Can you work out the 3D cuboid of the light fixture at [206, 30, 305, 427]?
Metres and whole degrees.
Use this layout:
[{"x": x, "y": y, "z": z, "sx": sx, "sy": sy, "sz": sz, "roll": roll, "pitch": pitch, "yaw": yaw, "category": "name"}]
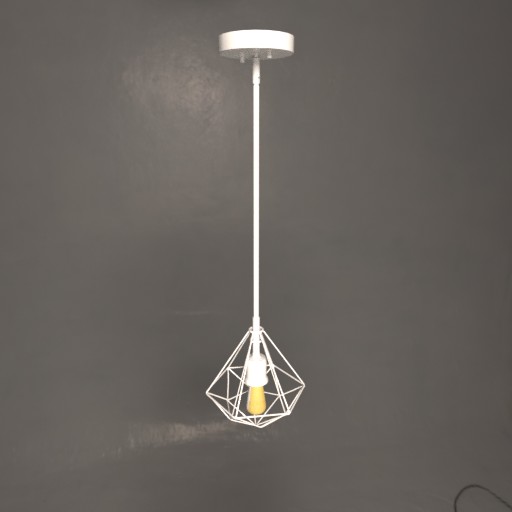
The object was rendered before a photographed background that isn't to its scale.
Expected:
[{"x": 0.000, "y": 0.000, "z": 1.968, "sx": 0.487, "sy": 1.764, "sz": 0.431, "roll": -2, "pitch": 17, "yaw": -8, "category": "light fixture"}]
